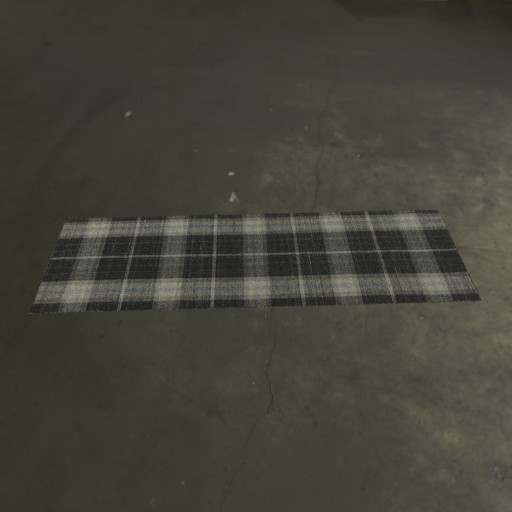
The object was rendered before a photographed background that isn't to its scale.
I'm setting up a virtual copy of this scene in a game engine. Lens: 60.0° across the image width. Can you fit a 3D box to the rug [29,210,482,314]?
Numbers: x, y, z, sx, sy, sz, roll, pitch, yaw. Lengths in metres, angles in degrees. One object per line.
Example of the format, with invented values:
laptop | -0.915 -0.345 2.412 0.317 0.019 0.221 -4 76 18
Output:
rug | 0.000 0.000 2.636 2.434 0.012 0.760 -1 47 -1
